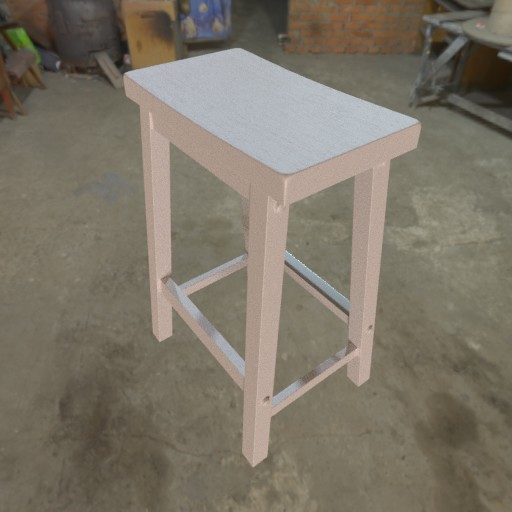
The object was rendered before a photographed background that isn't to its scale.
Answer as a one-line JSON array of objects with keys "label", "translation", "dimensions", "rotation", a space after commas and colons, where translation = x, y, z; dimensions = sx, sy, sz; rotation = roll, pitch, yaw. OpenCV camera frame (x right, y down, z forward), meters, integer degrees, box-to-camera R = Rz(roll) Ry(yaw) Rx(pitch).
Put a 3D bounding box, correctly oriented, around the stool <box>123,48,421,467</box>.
[{"label": "stool", "translation": [0.000, 0.000, 0.833], "dimensions": [0.322, 0.610, 0.406], "rotation": [-26, 47, -27]}]
